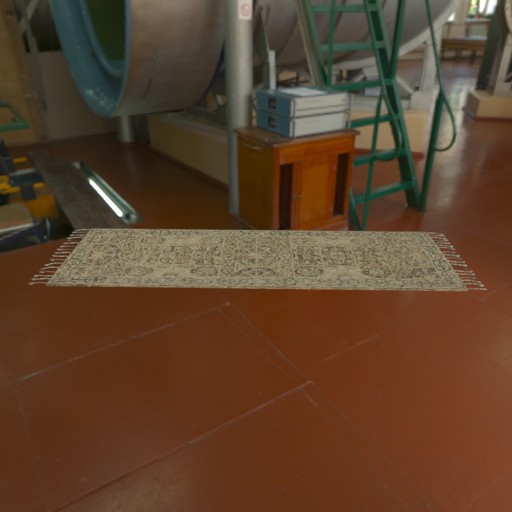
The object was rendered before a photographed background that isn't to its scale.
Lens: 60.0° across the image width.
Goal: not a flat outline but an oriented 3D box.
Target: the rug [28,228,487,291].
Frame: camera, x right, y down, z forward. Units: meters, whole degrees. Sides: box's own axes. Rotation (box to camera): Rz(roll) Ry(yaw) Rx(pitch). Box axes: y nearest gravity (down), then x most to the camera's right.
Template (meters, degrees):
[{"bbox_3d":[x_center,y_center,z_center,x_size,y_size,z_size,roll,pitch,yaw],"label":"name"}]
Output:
[{"bbox_3d":[0.000,0.000,2.884,2.664,0.011,0.762,1,29,1],"label":"rug"}]
